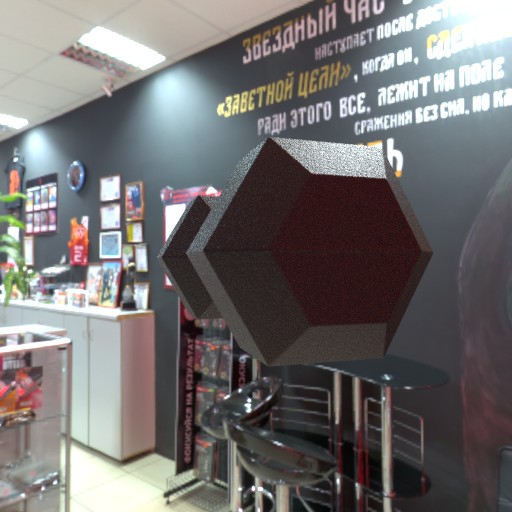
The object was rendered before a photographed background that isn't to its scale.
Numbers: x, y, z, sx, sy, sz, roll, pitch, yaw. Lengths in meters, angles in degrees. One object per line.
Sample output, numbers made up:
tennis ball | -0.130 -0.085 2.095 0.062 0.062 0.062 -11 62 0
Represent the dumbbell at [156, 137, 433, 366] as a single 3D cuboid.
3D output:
dumbbell | 0.000 0.000 0.323 0.122 0.106 0.271 0 -1 -18
